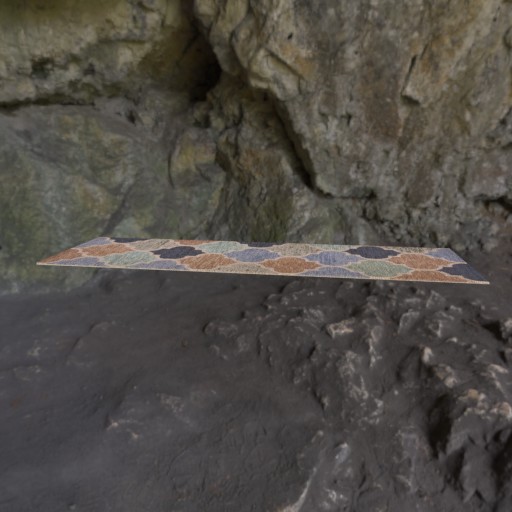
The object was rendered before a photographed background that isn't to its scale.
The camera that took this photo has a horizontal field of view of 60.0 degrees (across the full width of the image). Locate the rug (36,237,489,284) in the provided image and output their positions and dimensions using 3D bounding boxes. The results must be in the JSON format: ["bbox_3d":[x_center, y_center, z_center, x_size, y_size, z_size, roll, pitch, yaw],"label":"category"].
[{"bbox_3d":[0.000,0.000,2.542,2.287,0.011,0.687,2,14,8],"label":"rug"}]
